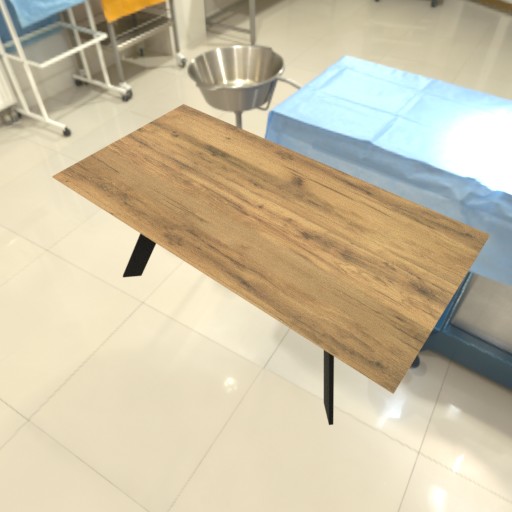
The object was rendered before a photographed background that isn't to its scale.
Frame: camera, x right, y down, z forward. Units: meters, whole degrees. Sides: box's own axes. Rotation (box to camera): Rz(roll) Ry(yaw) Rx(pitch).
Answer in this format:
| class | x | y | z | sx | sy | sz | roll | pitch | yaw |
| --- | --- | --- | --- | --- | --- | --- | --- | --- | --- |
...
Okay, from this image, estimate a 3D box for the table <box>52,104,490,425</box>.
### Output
| class | x | y | z | sx | sy | sz | roll | pitch | yaw |
| --- | --- | --- | --- | --- | --- | --- | --- | --- | --- |
| table | 0.000 | 0.000 | 2.506 | 2.000 | 0.770 | 1.000 | 30 | 54 | 25 |
